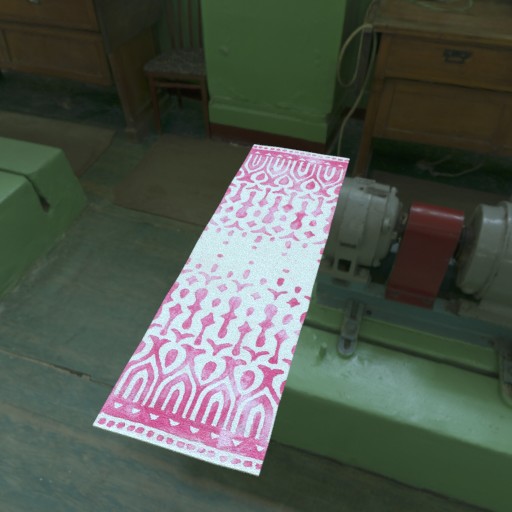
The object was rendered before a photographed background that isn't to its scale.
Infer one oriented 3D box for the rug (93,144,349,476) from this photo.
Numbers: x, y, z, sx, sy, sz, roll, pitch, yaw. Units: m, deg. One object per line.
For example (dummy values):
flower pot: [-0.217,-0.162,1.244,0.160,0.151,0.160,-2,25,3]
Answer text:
rug: [0.000,0.000,2.717,0.787,0.011,2.458,12,47,12]
